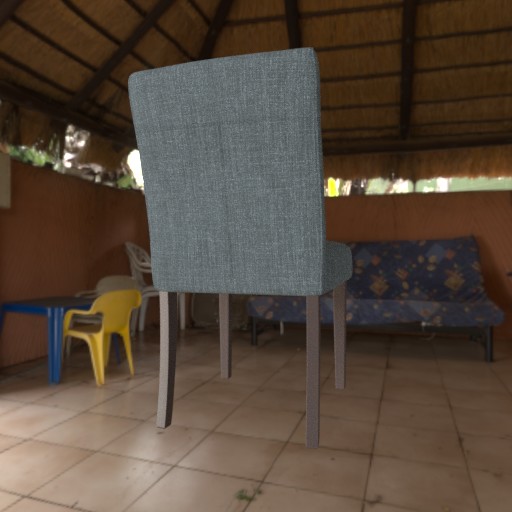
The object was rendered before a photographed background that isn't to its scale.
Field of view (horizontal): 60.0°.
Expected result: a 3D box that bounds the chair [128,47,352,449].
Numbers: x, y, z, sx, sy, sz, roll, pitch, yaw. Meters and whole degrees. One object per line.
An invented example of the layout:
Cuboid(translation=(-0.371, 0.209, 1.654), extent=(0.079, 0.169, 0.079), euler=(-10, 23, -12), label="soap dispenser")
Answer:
Cuboid(translation=(0.000, 0.000, 1.255), extent=(0.487, 0.884, 0.629), euler=(0, 0, 18), label="chair")
